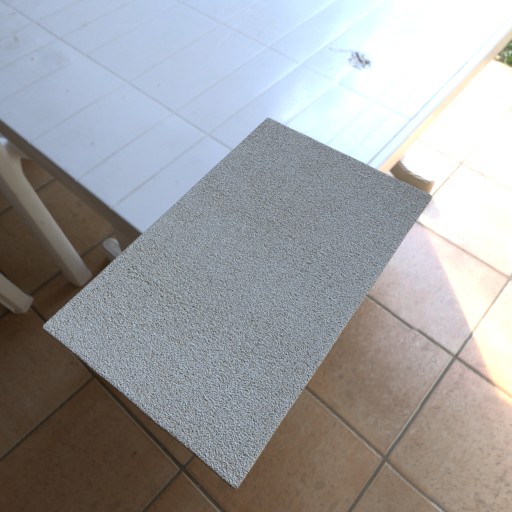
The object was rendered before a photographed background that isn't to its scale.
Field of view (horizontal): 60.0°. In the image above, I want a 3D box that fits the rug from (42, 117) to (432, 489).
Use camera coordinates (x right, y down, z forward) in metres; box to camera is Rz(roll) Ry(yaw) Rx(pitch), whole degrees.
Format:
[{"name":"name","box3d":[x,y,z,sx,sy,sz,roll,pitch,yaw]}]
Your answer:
[{"name":"rug","box3d":[0.000,0.000,3.047,1.524,0.030,2.438,31,62,19]}]
